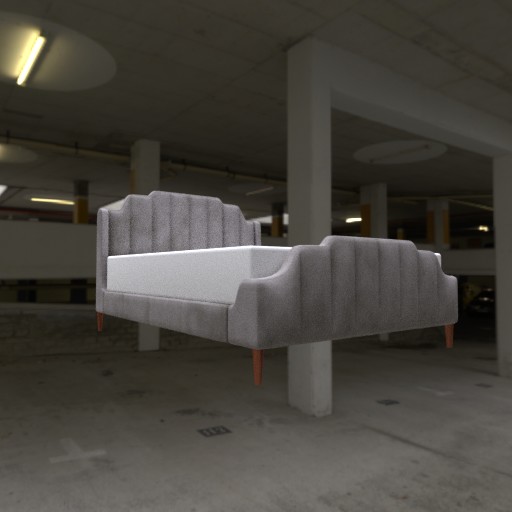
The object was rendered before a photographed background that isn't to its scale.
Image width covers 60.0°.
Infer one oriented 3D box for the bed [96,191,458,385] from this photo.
[{"bbox_3d":[0.000,0.000,3.366,1.676,1.245,2.340,1,-2,-37],"label":"bed"}]
